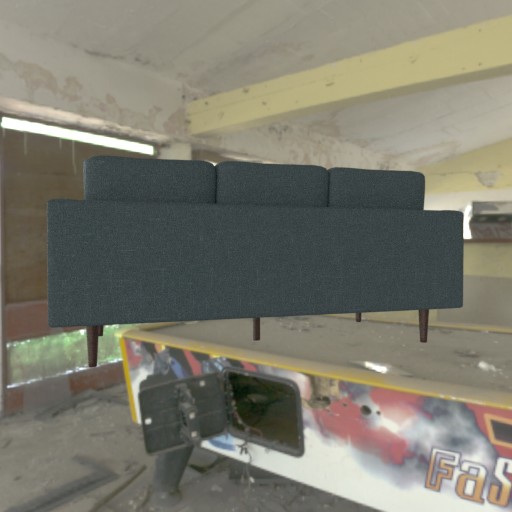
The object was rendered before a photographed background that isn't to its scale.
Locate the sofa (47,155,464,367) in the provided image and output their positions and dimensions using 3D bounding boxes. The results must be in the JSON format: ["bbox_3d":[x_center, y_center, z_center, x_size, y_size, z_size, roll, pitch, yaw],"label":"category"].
[{"bbox_3d":[0.000,0.000,2.493,2.013,0.945,0.935,0,1,-17],"label":"sofa"}]
